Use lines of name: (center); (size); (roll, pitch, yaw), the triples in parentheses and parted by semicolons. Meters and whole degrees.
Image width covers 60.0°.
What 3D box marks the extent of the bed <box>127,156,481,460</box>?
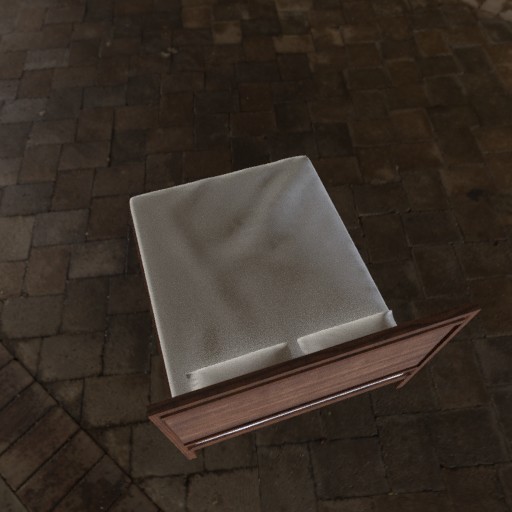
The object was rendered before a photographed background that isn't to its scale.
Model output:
bed: (0.000, 0.000, 3.362); (1.765, 1.487, 2.218); (-15, 60, -9)
